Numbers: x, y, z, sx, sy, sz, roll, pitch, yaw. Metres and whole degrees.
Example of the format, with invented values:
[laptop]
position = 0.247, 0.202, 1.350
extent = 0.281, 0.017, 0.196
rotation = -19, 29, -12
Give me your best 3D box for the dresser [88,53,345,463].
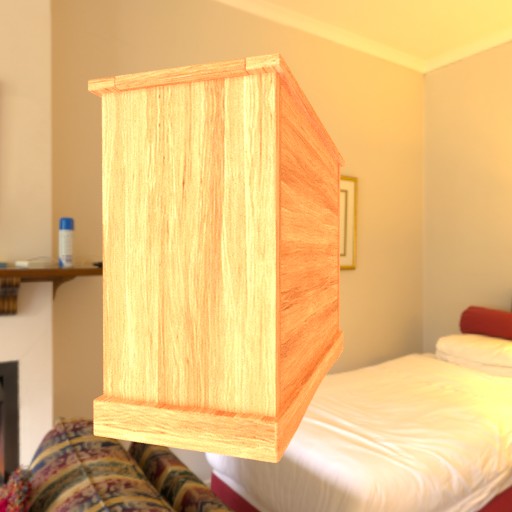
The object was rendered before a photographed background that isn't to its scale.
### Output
[dresser]
position = 0.000, 0.000, 1.325
extent = 0.410, 0.740, 0.990
rotation = 0, 1, 18
